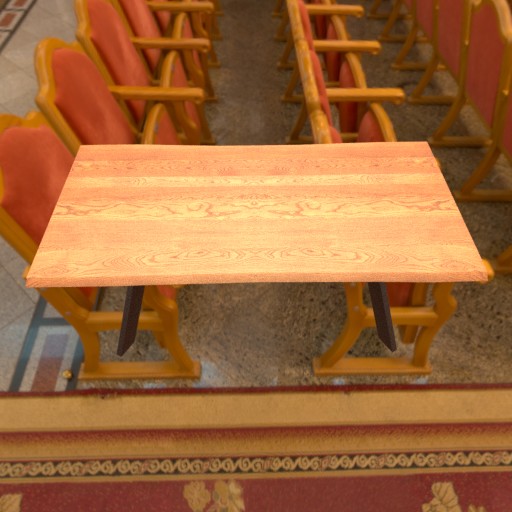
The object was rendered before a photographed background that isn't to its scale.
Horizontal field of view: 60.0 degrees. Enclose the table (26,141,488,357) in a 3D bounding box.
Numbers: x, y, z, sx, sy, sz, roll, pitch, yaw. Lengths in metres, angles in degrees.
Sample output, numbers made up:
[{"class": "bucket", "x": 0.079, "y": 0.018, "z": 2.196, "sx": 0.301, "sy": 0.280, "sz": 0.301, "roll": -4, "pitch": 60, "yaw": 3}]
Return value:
[{"class": "table", "x": 0.000, "y": 0.000, "z": 2.280, "sx": 1.800, "sy": 0.770, "sz": 0.900, "roll": -1, "pitch": 49, "yaw": -1}]
